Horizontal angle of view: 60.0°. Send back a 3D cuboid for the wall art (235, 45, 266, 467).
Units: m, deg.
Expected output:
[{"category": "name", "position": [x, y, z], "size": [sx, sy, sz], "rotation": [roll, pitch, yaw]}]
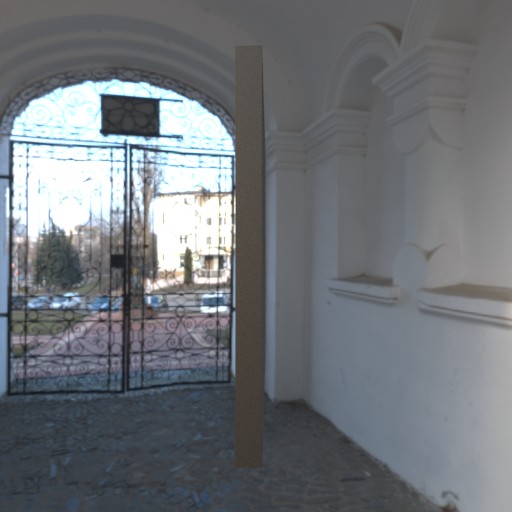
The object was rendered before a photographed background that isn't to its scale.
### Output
[{"category": "wall art", "position": [0.000, 0.000, 0.759], "size": [0.029, 0.457, 0.558], "rotation": [0, 0, 2]}]
